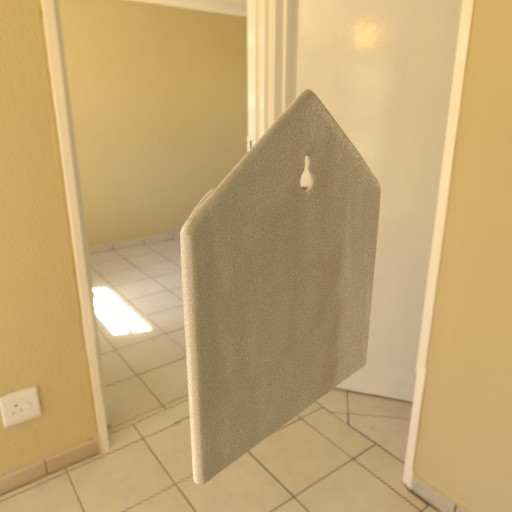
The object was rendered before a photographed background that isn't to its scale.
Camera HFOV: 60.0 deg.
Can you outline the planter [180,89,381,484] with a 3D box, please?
[{"bbox_3d":[0.000,0.000,0.277,0.080,0.194,0.163,17,25,42],"label":"planter"}]
